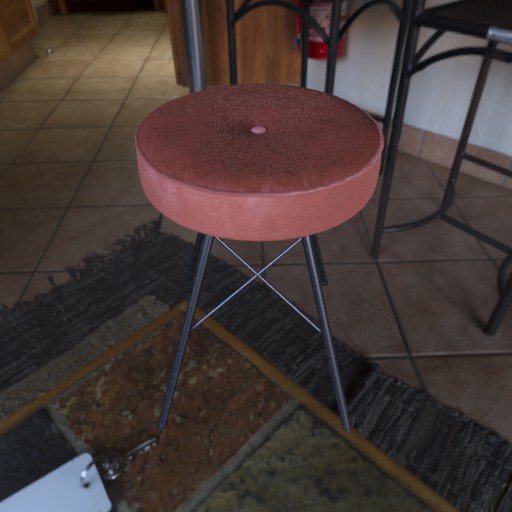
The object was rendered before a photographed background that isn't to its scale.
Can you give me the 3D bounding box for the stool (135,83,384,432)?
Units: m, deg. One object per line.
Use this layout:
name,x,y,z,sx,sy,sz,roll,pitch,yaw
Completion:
stool,0.000,0.000,0.922,0.421,0.593,0.457,0,41,0
